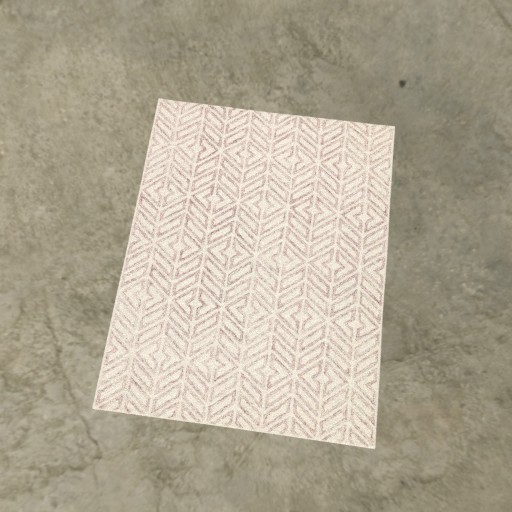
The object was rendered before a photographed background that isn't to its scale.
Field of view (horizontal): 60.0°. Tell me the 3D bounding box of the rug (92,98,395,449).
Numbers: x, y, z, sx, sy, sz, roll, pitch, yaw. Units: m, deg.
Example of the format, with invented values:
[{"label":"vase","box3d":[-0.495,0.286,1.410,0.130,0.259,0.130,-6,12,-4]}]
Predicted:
[{"label":"rug","box3d":[0.000,0.000,4.130,2.421,0.008,3.045,7,76,2]}]
